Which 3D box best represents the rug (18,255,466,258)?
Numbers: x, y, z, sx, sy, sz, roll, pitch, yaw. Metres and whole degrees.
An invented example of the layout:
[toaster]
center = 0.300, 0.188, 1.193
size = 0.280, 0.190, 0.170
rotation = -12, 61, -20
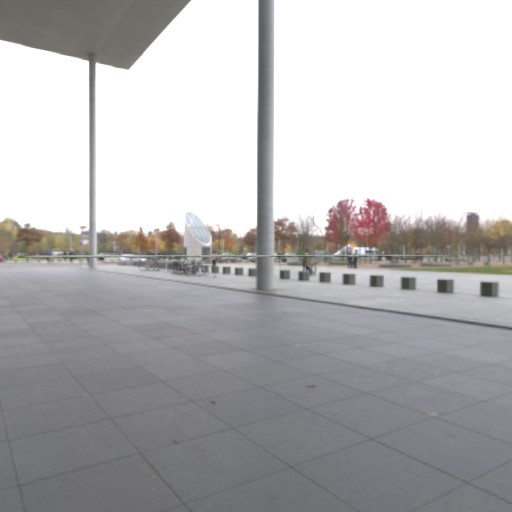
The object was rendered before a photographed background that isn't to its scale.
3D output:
[rug]
center = 0.000, 0.000, 2.672
size = 2.438, 0.006, 0.761
rotation = 0, 0, -18
